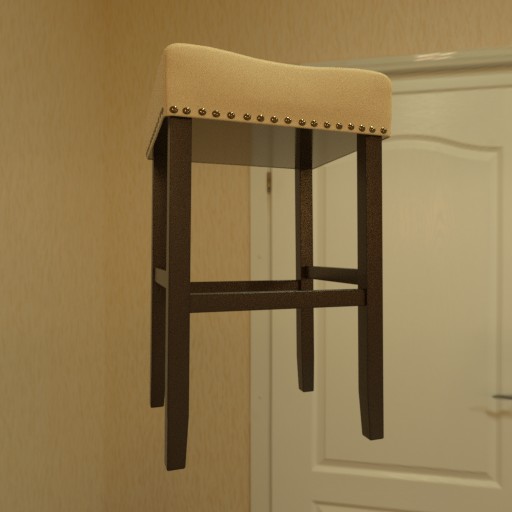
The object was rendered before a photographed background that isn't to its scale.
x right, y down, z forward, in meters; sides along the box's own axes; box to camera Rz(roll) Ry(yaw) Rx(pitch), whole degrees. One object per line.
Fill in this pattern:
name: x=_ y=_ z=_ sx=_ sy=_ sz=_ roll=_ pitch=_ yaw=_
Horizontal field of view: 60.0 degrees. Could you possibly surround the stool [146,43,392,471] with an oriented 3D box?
stool: x=0.000 y=0.000 z=1.027 sx=0.471 sy=0.762 sz=0.401 roll=0 pitch=0 yaw=-18
